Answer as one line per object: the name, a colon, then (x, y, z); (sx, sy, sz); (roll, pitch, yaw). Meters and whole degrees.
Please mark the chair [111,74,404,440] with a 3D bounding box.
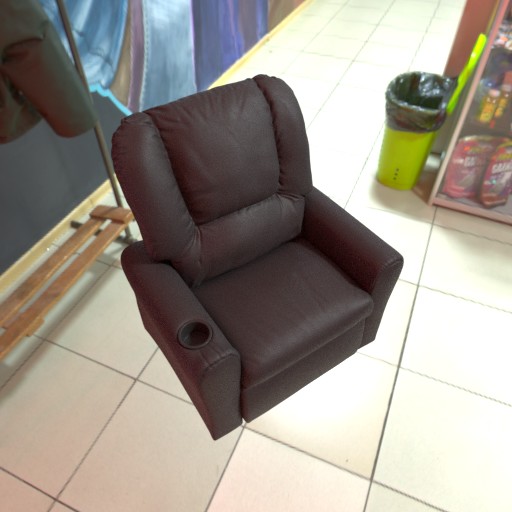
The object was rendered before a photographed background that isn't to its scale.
chair: (0.000, 0.000, 1.140); (0.610, 0.709, 0.521); (-26, 51, -23)
